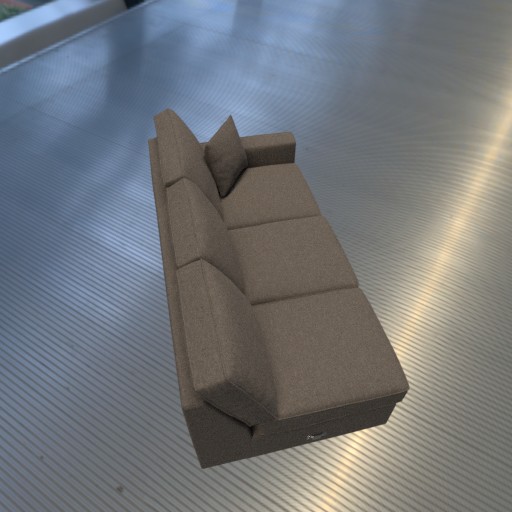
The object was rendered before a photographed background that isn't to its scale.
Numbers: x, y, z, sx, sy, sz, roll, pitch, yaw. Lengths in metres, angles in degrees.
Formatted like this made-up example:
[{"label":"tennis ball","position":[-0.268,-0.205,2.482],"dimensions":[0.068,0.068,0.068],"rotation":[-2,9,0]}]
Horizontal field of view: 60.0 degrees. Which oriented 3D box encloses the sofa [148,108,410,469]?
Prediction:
[{"label":"sofa","position":[0.000,0.000,2.580],"dimensions":[1.034,0.946,1.963],"rotation":[-10,48,-9]}]
